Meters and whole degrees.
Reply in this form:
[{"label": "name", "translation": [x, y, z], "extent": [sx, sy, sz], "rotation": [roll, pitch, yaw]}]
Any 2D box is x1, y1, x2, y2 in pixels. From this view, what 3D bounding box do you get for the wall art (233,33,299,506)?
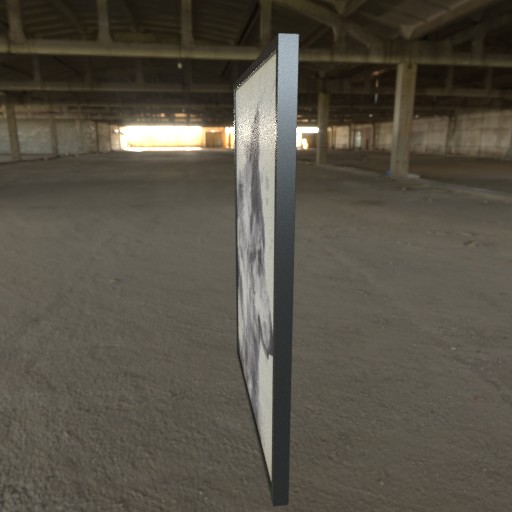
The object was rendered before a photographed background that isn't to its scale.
[{"label": "wall art", "translation": [0.000, 0.000, 1.339], "extent": [0.039, 1.061, 0.804], "rotation": [-2, 15, -8]}]
